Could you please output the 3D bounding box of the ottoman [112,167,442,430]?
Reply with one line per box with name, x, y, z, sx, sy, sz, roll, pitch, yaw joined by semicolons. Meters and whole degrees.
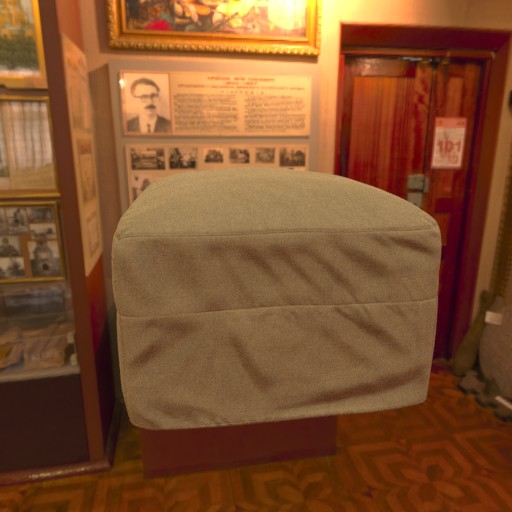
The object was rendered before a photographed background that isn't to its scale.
ottoman;0.000;0.000;1.241;0.683;0.481;0.837;-2;15;-8
